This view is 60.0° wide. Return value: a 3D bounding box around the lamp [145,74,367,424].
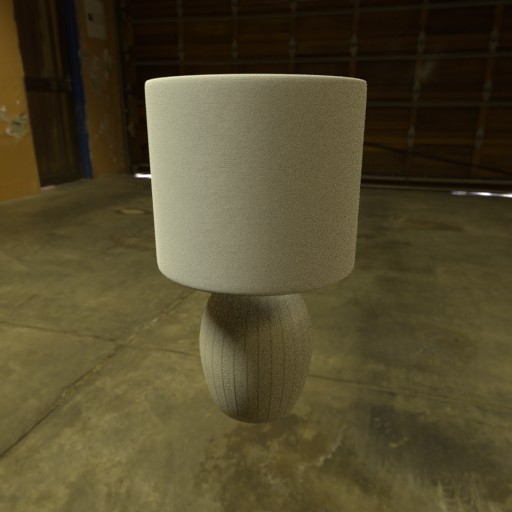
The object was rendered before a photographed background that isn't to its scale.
[{"bbox_3d":[0.000,0.000,0.755,0.329,0.570,0.329,-9,20,-26],"label":"lamp"}]
